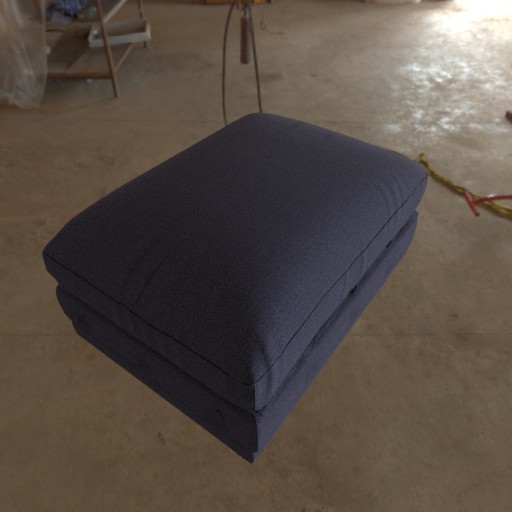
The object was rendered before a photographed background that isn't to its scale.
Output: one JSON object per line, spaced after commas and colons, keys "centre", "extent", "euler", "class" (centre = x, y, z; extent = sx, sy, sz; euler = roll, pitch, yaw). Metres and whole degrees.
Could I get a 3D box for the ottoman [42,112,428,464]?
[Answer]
{"centre": [0.000, 0.000, 1.097], "extent": [0.558, 0.486, 0.767], "euler": [26, 48, 26], "class": "ottoman"}
